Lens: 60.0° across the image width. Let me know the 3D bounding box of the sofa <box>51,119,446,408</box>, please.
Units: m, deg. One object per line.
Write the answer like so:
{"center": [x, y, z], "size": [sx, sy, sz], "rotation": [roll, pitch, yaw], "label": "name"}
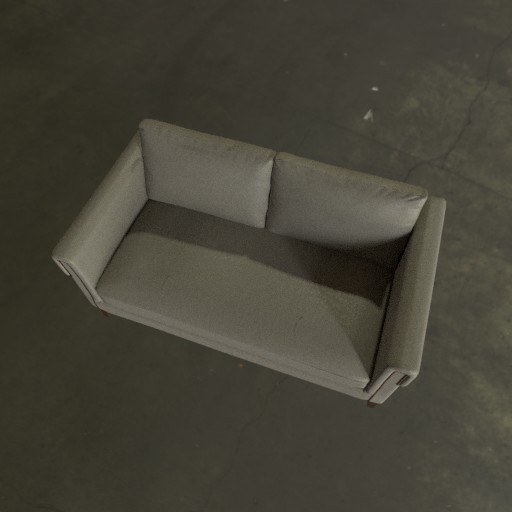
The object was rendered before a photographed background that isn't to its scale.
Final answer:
{"center": [0.000, 0.000, 2.188], "size": [1.598, 0.873, 0.899], "rotation": [17, 59, 10], "label": "sofa"}
